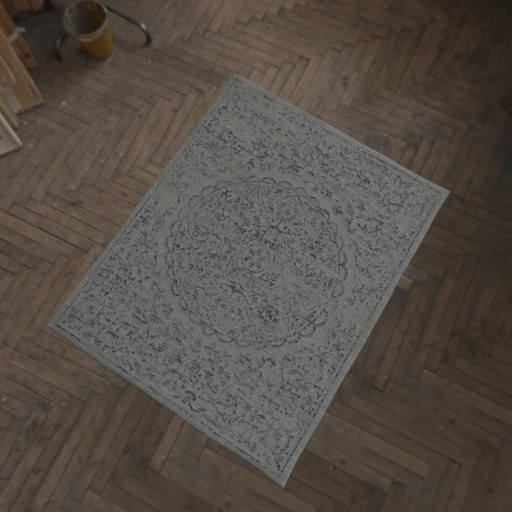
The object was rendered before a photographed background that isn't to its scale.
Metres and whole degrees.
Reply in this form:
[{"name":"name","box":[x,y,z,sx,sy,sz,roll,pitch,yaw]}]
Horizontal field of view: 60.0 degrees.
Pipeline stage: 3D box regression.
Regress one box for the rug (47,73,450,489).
[{"name":"rug","box":[0.000,0.000,3.887,2.343,0.026,2.925,31,78,8]}]
